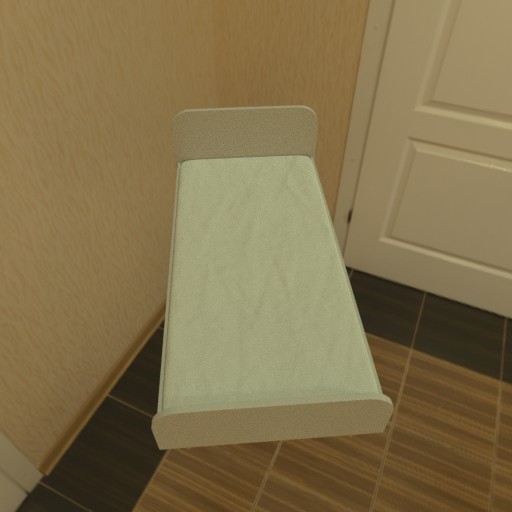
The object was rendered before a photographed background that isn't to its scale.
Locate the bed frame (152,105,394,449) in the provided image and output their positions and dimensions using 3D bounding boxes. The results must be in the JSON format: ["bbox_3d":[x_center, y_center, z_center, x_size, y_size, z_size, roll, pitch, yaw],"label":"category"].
[{"bbox_3d":[0.000,0.000,2.528,0.998,0.805,1.963,-3,46,-3],"label":"bed frame"}]
